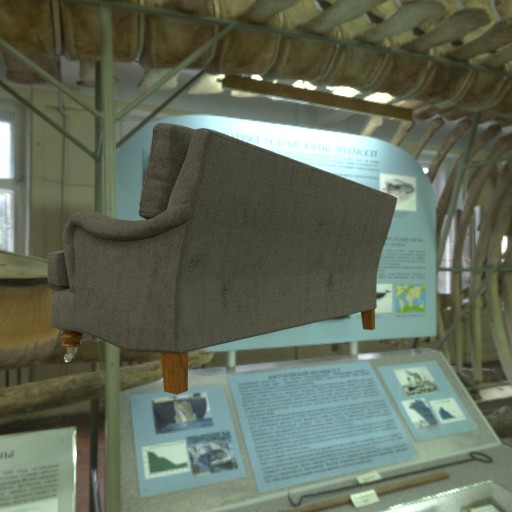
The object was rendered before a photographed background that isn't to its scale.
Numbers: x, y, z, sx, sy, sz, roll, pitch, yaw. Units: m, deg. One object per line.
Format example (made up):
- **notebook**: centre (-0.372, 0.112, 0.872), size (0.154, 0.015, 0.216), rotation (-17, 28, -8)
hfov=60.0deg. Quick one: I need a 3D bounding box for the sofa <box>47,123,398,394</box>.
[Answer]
- **sofa**: centre (0.000, 0.000, 2.737), size (1.086, 1.087, 2.165), rotation (-1, -1, 36)
